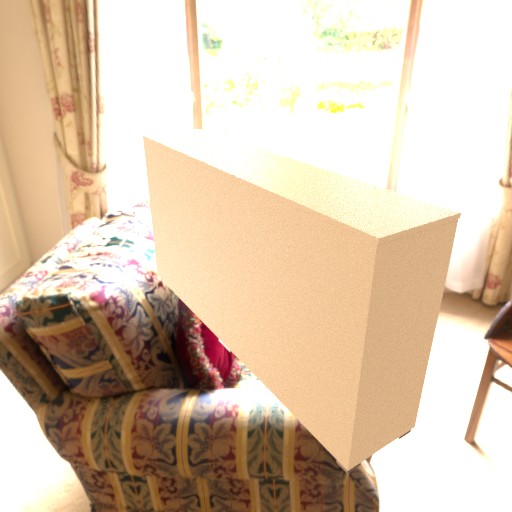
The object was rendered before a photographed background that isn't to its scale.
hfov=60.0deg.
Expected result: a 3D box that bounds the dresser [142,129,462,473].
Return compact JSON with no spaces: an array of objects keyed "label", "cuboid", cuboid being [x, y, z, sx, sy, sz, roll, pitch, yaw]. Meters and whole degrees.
[{"label":"dresser","cuboid":[0.000,0.000,1.853,0.333,0.790,1.535,-16,30,-30]}]
